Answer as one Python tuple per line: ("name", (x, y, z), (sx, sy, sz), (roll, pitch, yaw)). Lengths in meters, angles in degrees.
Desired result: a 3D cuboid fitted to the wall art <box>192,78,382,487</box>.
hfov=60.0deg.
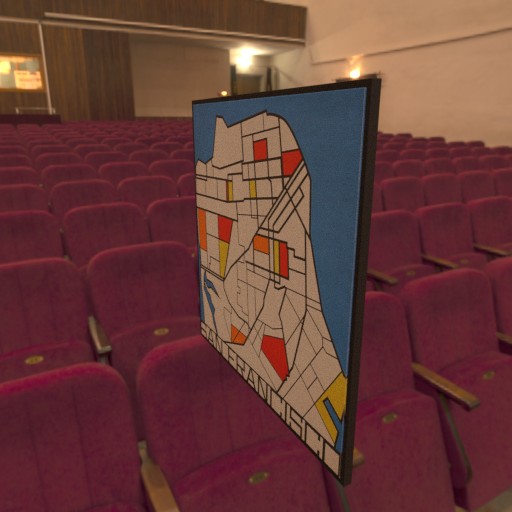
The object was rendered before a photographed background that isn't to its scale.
("wall art", (0.000, 0.000, 0.661), (0.013, 0.457, 0.458), (-9, 19, -27))
